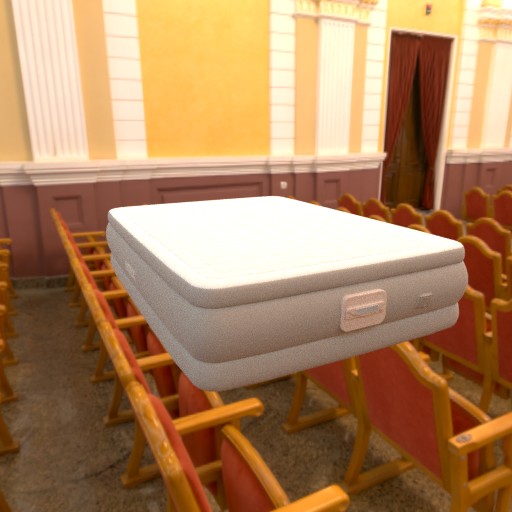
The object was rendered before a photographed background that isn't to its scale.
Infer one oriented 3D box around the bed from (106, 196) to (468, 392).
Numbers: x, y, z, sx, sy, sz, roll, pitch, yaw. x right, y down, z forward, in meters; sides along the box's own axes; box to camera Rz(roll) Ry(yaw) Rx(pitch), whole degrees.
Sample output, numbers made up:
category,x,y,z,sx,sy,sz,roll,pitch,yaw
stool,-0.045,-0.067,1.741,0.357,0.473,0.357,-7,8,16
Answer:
category,x,y,z,sx,sy,sz,roll,pitch,yaw
bed,0.000,0.000,2.733,1.520,0.460,2.036,-8,18,-26
